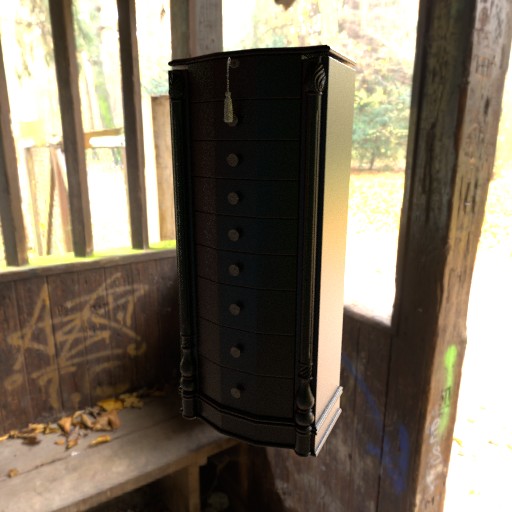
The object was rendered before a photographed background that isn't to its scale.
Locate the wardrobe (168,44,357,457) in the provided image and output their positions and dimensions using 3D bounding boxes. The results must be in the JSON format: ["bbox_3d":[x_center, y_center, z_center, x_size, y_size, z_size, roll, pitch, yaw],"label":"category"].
[{"bbox_3d":[0.000,0.000,1.218,0.444,1.011,0.295,7,16,26],"label":"wardrobe"}]
